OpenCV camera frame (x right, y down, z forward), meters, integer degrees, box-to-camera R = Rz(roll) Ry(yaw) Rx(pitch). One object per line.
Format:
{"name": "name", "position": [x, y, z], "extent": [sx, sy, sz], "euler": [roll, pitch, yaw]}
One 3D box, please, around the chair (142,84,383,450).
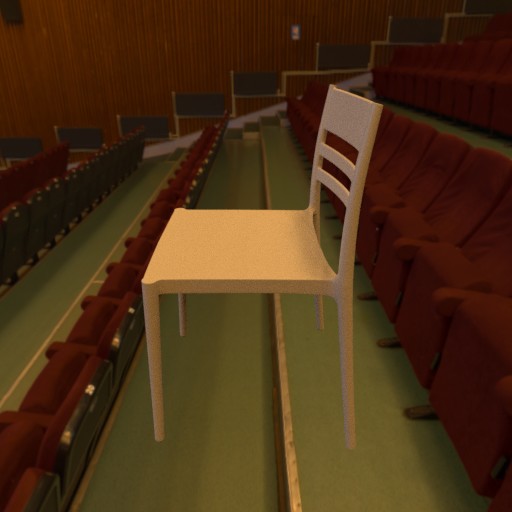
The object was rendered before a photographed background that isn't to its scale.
{"name": "chair", "position": [0.000, 0.000, 1.147], "extent": [0.511, 0.800, 0.531], "euler": [0, 25, -1]}
